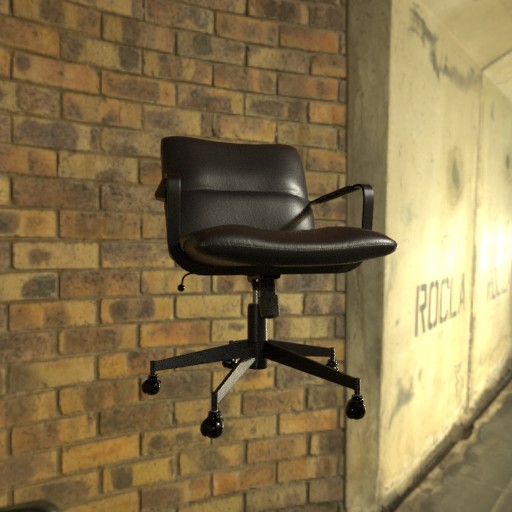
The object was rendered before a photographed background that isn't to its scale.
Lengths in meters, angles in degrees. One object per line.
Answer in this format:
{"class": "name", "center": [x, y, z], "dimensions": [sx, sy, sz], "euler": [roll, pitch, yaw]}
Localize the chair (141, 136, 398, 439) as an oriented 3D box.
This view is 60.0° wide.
{"class": "chair", "center": [0.000, 0.000, 1.457], "dimensions": [0.719, 0.922, 0.748], "euler": [0, 1, -18]}
